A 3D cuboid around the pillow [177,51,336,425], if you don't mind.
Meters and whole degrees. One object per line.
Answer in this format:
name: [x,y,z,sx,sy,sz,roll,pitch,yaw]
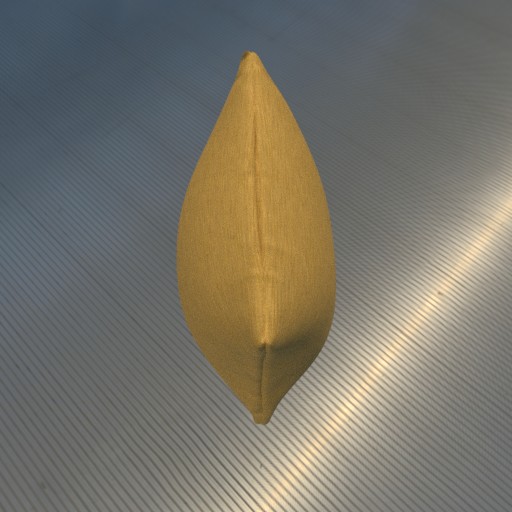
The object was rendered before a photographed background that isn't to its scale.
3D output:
pillow: [0.000,0.000,0.689,0.247,0.417,0.435,-2,60,-1]
